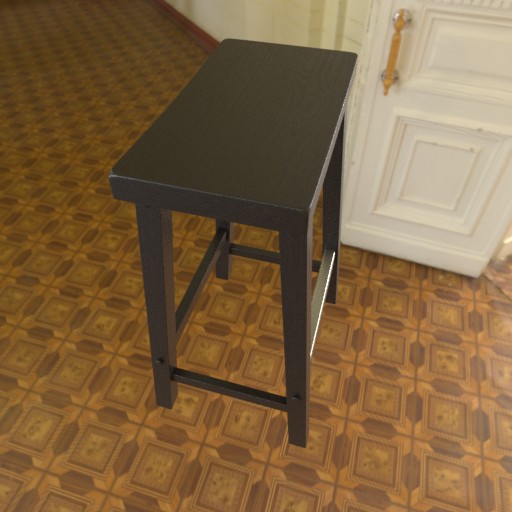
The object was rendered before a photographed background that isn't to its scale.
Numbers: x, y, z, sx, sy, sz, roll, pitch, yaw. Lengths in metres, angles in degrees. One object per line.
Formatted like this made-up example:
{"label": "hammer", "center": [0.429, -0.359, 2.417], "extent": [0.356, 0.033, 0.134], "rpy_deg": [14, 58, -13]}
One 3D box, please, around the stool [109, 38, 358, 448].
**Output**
{"label": "stool", "center": [0.000, 0.000, 0.823], "extent": [0.322, 0.610, 0.406], "rpy_deg": [12, 48, 11]}
